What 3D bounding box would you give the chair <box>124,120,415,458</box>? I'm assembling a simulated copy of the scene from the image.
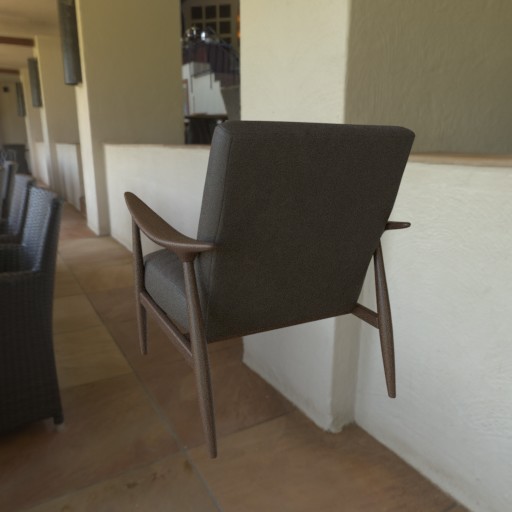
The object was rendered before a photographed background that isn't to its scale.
[{"bbox_3d":[0.000,0.000,1.480,0.741,0.831,0.798,-7,16,-26],"label":"chair"}]
